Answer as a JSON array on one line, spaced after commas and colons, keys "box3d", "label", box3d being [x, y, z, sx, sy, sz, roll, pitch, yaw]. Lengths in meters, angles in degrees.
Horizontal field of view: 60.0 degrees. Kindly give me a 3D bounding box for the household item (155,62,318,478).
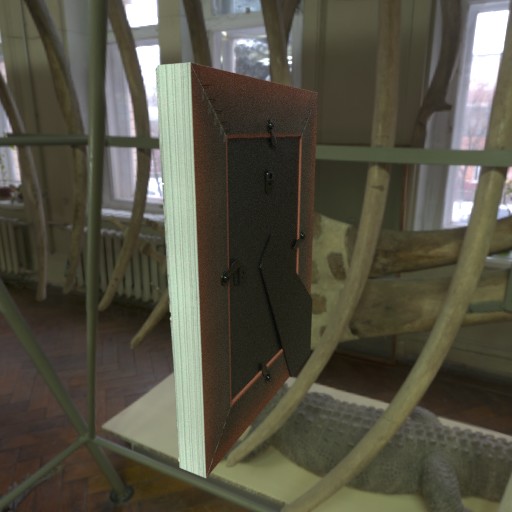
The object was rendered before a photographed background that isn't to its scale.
[{"box3d": [0.000, 0.000, 0.295, 0.025, 0.216, 0.165, 8, 17, 26], "label": "household item"}]
